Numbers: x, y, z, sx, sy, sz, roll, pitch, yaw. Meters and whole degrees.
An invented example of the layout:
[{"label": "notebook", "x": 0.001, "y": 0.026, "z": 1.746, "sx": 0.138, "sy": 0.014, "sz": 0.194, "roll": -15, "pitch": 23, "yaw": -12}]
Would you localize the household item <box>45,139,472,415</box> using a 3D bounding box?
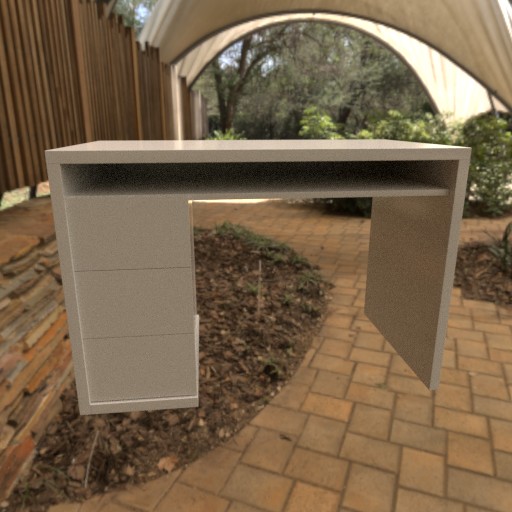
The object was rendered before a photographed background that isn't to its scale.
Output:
[{"label": "household item", "x": 0.000, "y": 0.000, "z": 1.523, "sx": 1.100, "sy": 0.749, "sz": 0.597, "roll": -2, "pitch": 17, "yaw": -6}]
